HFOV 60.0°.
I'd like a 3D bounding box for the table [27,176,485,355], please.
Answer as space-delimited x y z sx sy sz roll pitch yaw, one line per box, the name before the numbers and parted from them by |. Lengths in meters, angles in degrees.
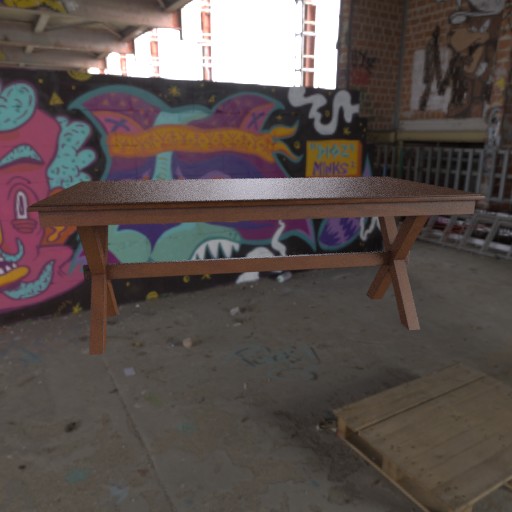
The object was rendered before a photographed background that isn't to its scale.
table | 0.000 0.000 1.481 1.197 0.459 0.594 -3 15 -10
